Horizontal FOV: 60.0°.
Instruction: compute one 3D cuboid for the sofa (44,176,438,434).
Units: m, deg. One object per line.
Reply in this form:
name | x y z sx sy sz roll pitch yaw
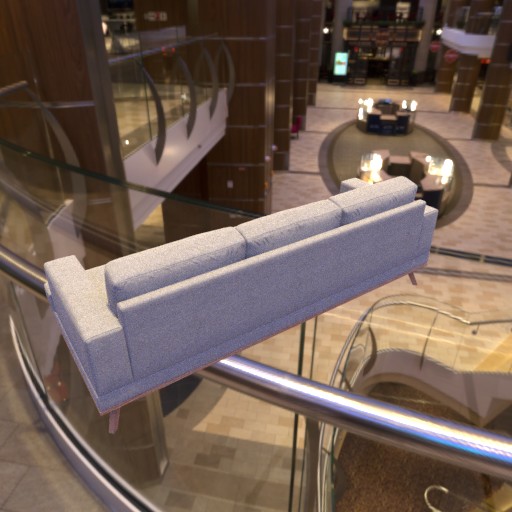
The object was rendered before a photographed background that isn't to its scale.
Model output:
sofa | 0.000 0.000 2.742 2.310 0.810 0.920 -19 35 -30
